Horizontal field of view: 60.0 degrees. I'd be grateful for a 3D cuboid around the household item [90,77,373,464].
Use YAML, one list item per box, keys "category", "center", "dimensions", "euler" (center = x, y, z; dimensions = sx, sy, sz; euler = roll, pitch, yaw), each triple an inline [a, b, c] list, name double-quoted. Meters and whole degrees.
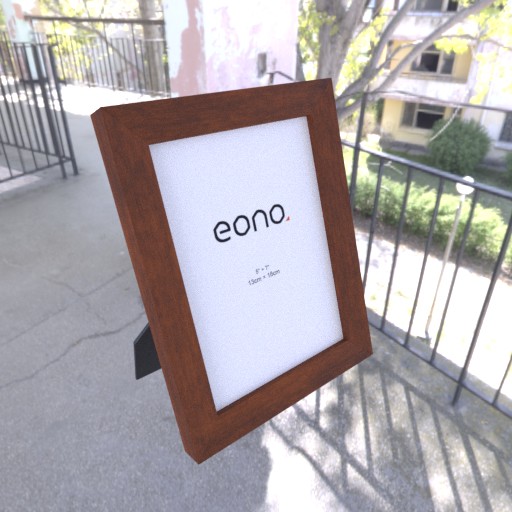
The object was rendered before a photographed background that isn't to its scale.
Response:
- category: "household item"
  center: [0.000, 0.000, 0.295]
  dimensions: [0.160, 0.204, 0.096]
  euler: [-21, 36, -32]
